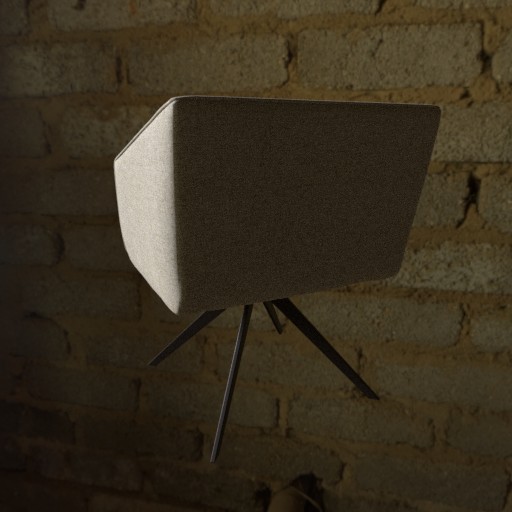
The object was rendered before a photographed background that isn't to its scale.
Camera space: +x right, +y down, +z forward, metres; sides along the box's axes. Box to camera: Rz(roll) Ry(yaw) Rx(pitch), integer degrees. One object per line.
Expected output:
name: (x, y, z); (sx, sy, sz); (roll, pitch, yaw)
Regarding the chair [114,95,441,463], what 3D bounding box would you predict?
chair: (0.000, 0.000, 1.202); (0.628, 0.760, 0.623); (-8, 17, -26)
